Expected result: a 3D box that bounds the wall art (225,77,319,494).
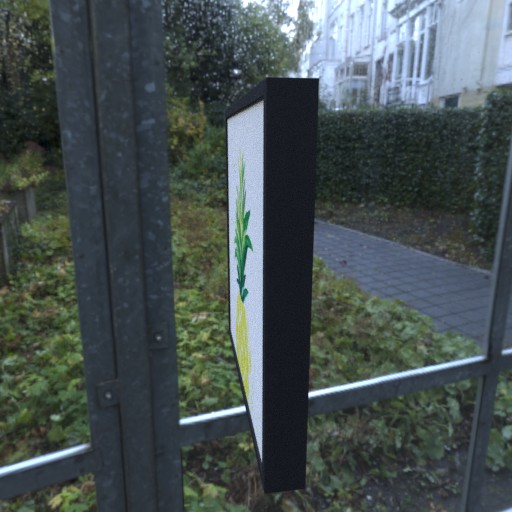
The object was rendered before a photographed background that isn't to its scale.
[{"bbox_3d":[0.000,0.000,0.456,0.033,0.304,0.305,-2,15,-8],"label":"wall art"}]
